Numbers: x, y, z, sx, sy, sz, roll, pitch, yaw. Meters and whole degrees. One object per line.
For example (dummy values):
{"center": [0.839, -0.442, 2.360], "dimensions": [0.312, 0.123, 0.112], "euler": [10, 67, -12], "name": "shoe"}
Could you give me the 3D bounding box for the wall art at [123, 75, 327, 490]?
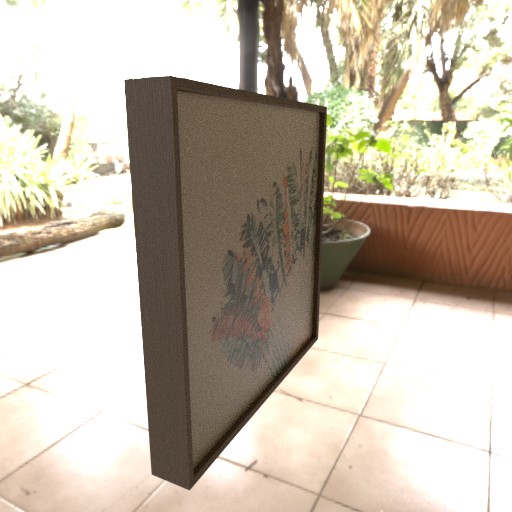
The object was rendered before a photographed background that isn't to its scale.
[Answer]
{"center": [0.000, 0.000, 0.447], "dimensions": [0.038, 0.303, 0.304], "euler": [7, 16, 26], "name": "wall art"}
